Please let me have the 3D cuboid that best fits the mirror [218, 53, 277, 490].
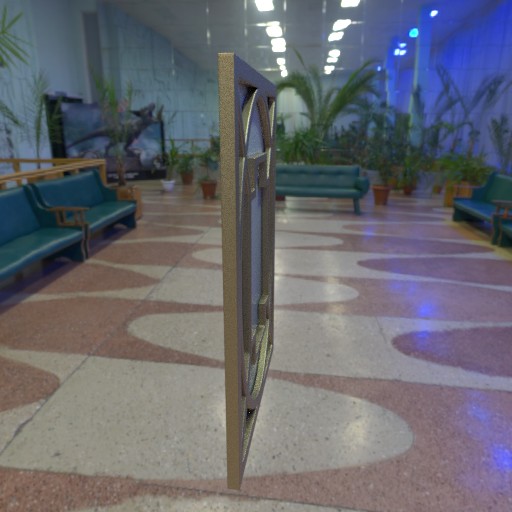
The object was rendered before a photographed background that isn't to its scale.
[{"bbox_3d":[0.000,0.000,1.344,0.032,1.023,0.756,2,17,8],"label":"mirror"}]
